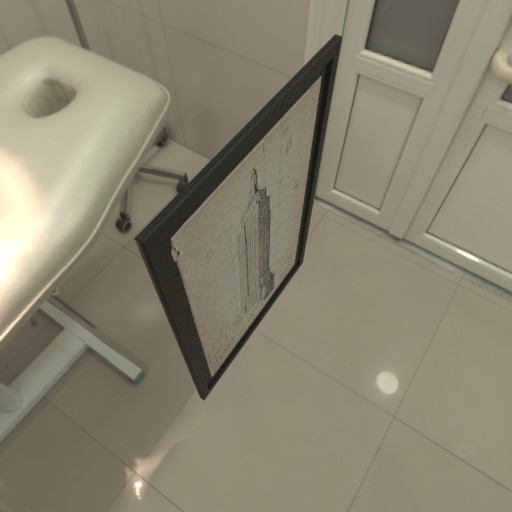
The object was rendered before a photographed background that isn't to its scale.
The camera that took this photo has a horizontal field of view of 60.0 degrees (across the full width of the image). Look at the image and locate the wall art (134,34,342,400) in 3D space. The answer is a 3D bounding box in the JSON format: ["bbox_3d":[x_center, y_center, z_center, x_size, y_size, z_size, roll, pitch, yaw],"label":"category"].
[{"bbox_3d":[0.000,0.000,0.852,0.012,0.661,0.451,30,63,17],"label":"wall art"}]
